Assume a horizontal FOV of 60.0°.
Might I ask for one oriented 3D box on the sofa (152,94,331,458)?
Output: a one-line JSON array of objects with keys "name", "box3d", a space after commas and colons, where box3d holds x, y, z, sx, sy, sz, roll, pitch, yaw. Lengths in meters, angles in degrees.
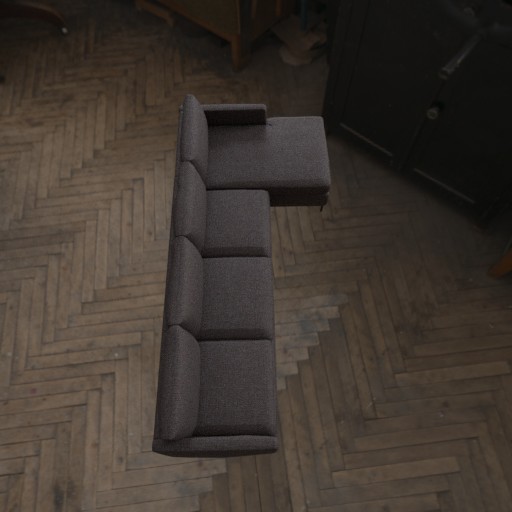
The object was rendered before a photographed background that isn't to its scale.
[{"name": "sofa", "box3d": [0.000, 0.000, 3.899, 1.483, 0.892, 3.221, -1, 64, 0]}]
